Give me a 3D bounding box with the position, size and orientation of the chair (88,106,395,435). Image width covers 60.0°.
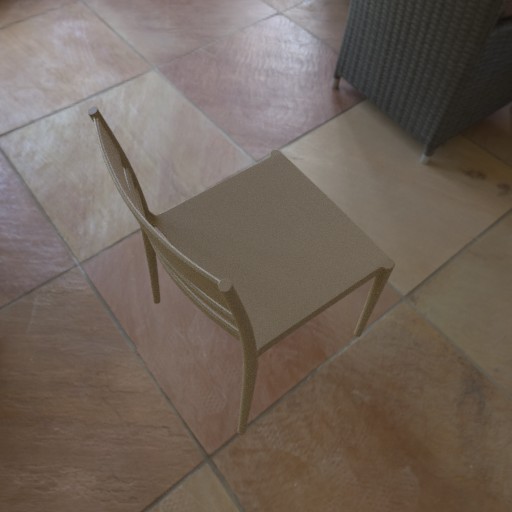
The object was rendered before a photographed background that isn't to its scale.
[{"bbox_3d":[0.000,0.000,1.118,0.511,0.800,0.531,-31,62,-18],"label":"chair"}]
